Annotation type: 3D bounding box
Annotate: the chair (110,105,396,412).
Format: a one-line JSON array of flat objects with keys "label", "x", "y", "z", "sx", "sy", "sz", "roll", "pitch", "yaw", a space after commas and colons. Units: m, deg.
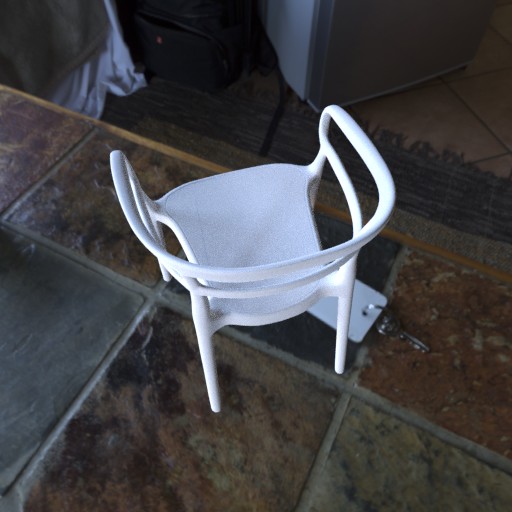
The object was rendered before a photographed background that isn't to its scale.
[{"label": "chair", "x": 0.000, "y": 0.000, "z": 1.133, "sx": 0.559, "sy": 0.761, "sz": 0.527, "roll": -15, "pitch": 59, "yaw": -9}]
